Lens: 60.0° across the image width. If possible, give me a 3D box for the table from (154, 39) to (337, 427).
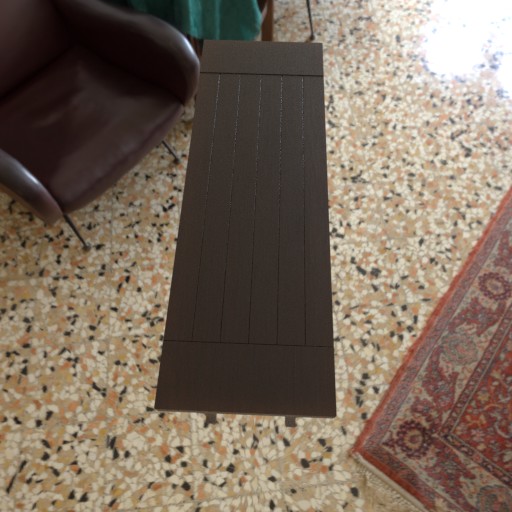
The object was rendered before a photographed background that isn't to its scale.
[{"bbox_3d":[0.000,0.000,1.442,0.373,0.768,1.062,2,64,1],"label":"table"}]
